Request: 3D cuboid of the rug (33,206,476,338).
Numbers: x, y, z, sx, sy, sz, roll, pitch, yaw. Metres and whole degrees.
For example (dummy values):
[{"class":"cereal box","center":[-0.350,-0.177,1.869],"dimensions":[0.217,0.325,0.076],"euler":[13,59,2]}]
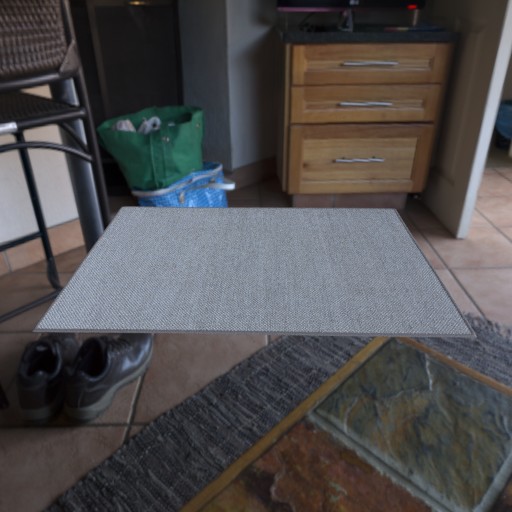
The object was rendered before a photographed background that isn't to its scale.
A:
[{"class":"rug","center":[0.000,0.000,2.759],"dimensions":[2.115,0.013,1.517],"euler":[1,29,1]}]
